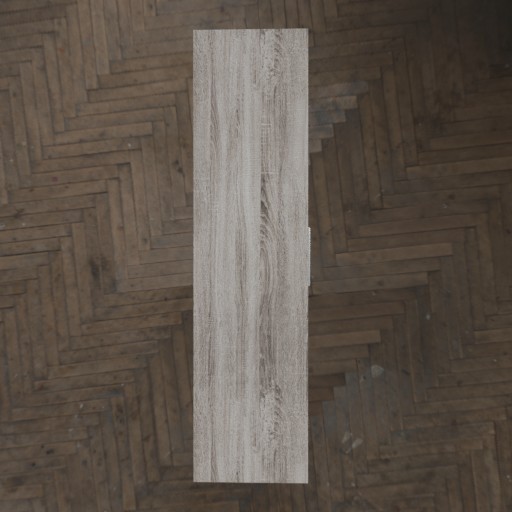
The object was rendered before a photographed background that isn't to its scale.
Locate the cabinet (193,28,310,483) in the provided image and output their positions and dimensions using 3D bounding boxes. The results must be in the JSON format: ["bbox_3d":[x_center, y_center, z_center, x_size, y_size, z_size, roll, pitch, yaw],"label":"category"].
[{"bbox_3d":[0.000,0.000,1.867,0.380,0.900,1.450,0,90,1],"label":"cabinet"}]
